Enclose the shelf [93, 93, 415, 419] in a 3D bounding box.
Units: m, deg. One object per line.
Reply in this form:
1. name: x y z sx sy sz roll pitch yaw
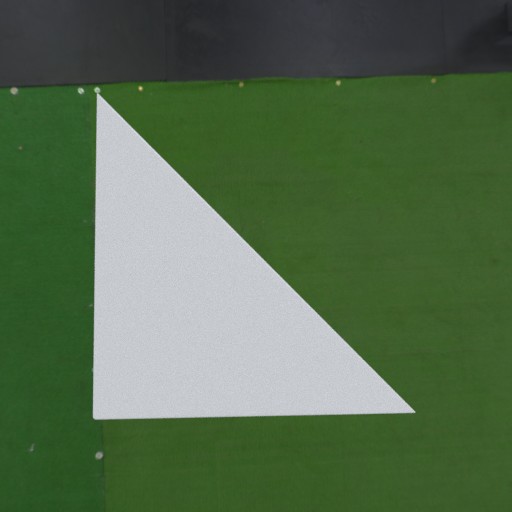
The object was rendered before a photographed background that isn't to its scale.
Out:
1. shelf: 0.000 0.000 0.424 0.296 0.035 0.296 0 89 -2
